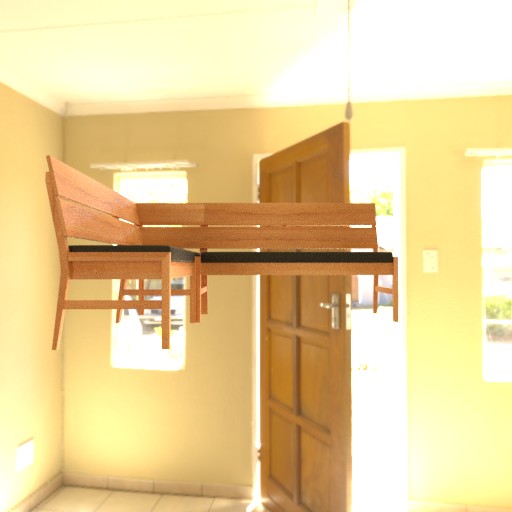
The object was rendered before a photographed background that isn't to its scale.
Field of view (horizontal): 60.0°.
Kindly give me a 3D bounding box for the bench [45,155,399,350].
[{"bbox_3d":[0.000,0.000,2.805,1.948,0.890,1.548,0,-1,-1],"label":"bench"}]
